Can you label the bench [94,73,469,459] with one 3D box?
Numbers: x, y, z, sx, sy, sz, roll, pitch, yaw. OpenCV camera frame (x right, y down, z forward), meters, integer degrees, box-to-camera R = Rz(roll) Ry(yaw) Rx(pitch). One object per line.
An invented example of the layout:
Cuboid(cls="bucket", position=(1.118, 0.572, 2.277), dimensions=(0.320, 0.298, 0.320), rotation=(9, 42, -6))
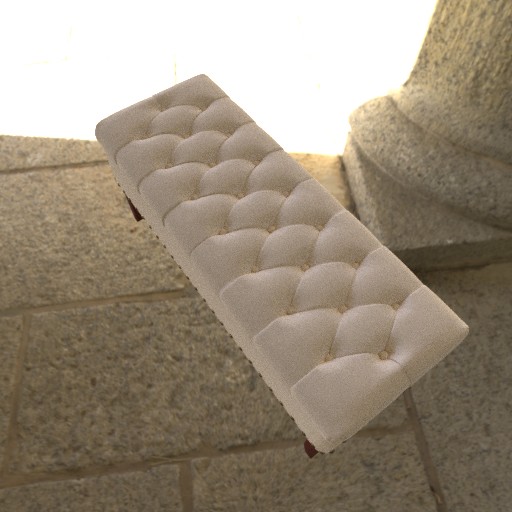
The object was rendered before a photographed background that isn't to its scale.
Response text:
Cuboid(cls="bench", position=(0.000, 0.000, 1.282), dimensions=(0.400, 0.470, 1.054), rotation=(-32, 65, -17))
